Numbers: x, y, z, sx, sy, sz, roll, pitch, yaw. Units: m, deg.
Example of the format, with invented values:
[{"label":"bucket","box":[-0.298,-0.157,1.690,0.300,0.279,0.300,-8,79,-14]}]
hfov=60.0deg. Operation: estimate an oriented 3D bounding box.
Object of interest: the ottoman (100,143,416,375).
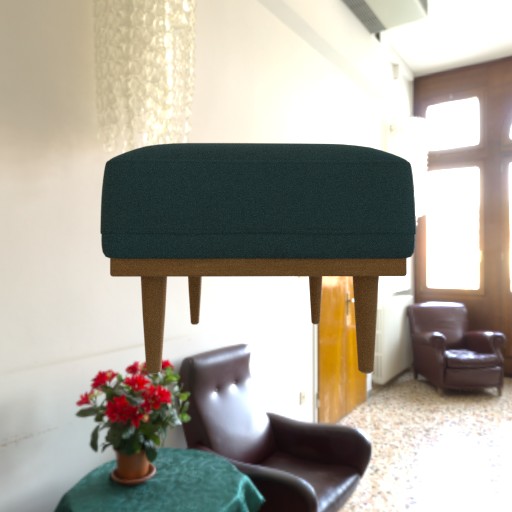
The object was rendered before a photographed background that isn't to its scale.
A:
[{"label":"ottoman","box":[0.000,0.000,1.105,0.549,0.428,0.749,0,0,-1]}]
